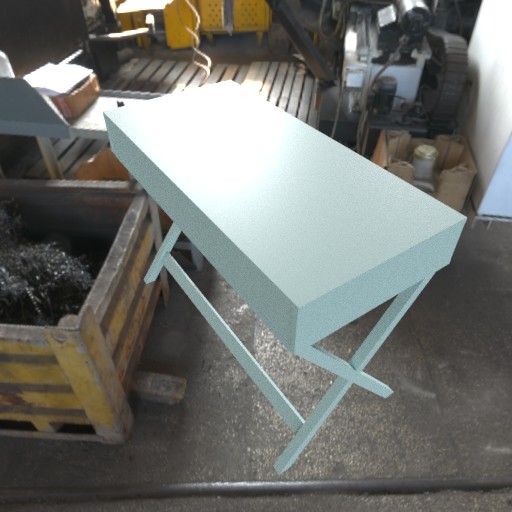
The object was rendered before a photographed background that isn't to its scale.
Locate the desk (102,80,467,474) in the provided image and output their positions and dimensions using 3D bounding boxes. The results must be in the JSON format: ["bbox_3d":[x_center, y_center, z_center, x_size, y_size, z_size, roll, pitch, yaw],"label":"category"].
[{"bbox_3d":[0.000,0.000,1.526,0.525,0.780,1.057,-24,47,-25],"label":"desk"}]
